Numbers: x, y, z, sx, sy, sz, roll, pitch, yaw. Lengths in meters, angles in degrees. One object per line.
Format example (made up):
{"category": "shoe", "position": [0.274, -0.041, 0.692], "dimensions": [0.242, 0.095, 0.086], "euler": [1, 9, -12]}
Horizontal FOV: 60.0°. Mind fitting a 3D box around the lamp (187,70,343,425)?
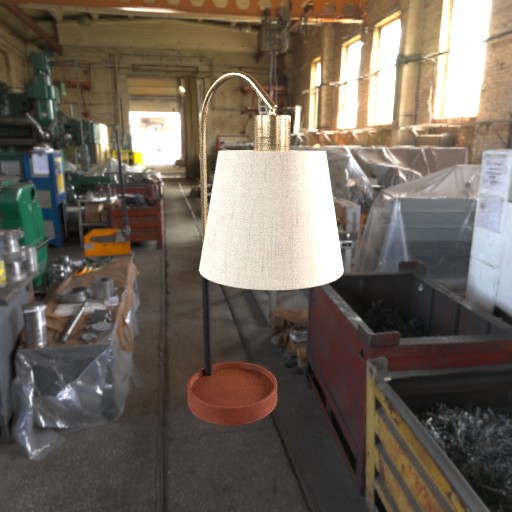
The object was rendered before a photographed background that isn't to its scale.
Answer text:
{"category": "lamp", "position": [0.000, 0.000, 0.674], "dimensions": [0.211, 0.536, 0.273], "euler": [-13, 19, -43]}
